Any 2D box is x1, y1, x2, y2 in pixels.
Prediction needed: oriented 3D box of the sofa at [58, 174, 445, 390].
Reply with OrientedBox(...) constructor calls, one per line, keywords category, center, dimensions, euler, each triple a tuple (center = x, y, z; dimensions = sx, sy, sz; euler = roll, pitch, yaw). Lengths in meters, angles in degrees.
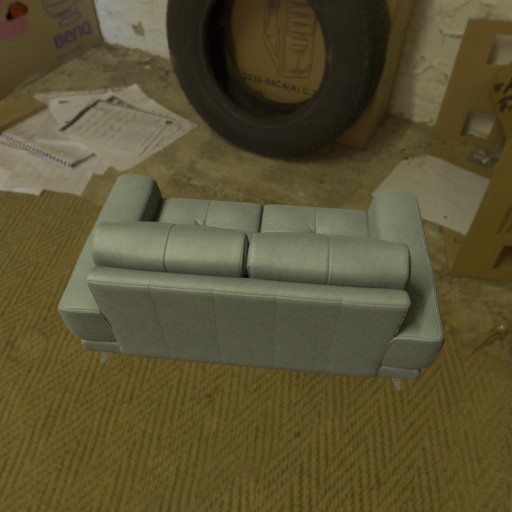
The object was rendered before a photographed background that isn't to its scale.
OrientedBox(category="sofa", center=(0.000, 0.000, 2.371), dimensions=(1.806, 0.907, 1.018), euler=(4, 49, 4))
